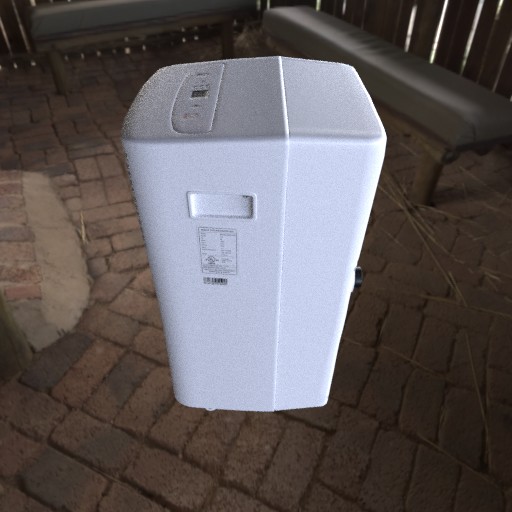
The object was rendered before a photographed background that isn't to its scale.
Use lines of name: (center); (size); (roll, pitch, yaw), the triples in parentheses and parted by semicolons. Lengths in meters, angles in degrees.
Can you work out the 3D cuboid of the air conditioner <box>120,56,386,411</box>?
air conditioner: (0.000, 0.000, 0.807); (0.349, 0.606, 0.304); (0, 41, 0)
